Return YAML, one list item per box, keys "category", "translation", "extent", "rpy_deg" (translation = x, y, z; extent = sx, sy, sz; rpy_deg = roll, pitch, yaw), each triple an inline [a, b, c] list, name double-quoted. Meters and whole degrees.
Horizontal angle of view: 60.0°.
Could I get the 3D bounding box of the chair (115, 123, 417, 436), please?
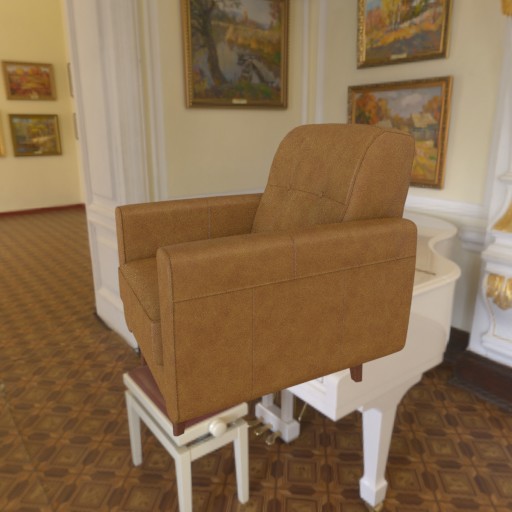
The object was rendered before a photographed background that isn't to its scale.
- category: "chair"
  translation: [0.000, 0.000, 1.683]
  extent: [0.942, 0.968, 0.845]
  rpy_deg: [-8, 18, -25]
